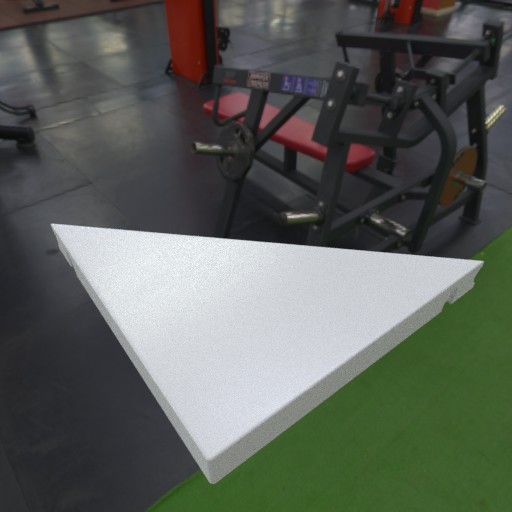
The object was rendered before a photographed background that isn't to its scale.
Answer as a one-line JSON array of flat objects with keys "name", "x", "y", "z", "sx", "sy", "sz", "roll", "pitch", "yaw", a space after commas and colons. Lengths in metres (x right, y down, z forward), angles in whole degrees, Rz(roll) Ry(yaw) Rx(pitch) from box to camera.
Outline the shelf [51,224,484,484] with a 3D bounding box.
[{"name": "shelf", "x": 0.000, "y": 0.000, "z": 0.431, "sx": 0.296, "sy": 0.035, "sz": 0.296, "roll": -26, "pitch": 47, "yaw": -27}]
